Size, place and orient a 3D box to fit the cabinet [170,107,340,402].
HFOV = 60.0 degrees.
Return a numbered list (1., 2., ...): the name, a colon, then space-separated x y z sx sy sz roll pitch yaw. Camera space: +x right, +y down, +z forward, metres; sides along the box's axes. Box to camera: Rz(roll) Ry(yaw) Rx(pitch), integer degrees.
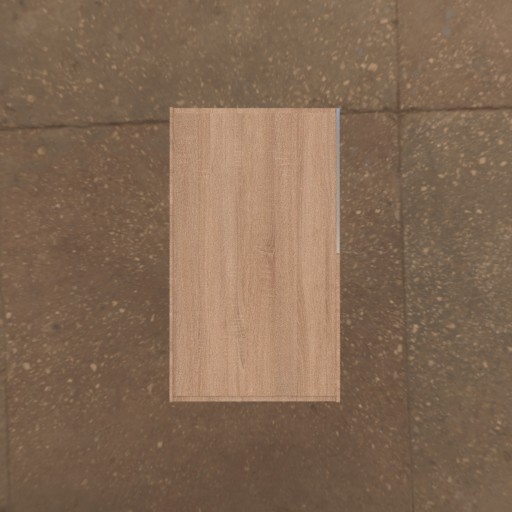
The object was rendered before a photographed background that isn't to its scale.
1. cabinet: 0.000 0.000 2.561 0.590 2.121 1.001 0 90 0
